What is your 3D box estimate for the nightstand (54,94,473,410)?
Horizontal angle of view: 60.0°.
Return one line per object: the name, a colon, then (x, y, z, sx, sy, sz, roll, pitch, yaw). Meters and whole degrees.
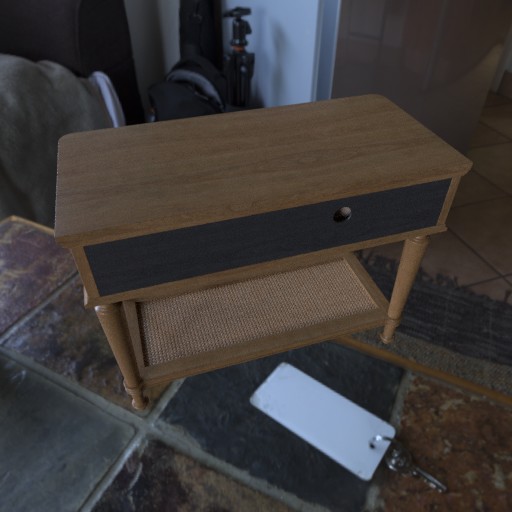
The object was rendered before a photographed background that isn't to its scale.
nightstand: (0.000, 0.000, 1.306, 0.914, 0.700, 0.432, -12, 43, -13)
